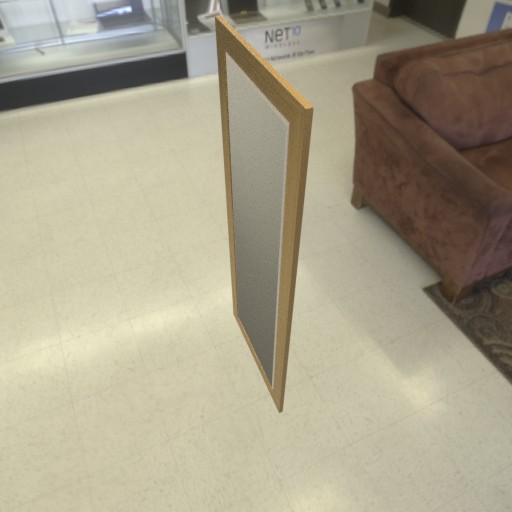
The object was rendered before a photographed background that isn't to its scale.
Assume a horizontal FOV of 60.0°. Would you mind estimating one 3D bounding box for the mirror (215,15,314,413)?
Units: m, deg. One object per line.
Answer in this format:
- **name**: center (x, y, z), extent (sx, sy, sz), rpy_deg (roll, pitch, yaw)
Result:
- **mirror**: center (0.000, 0.000, 2.269), extent (0.025, 2.031, 0.812), rpy_deg (-17, 49, -15)
